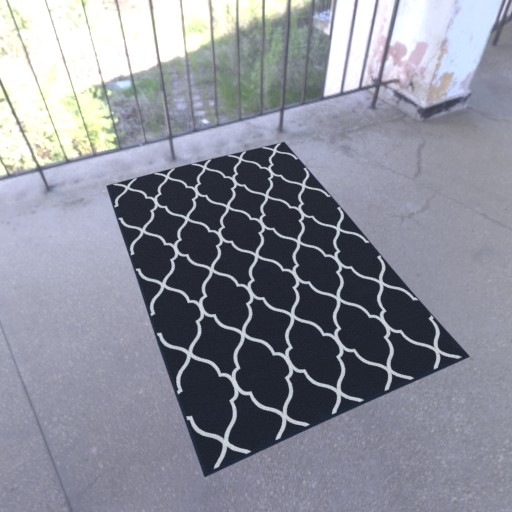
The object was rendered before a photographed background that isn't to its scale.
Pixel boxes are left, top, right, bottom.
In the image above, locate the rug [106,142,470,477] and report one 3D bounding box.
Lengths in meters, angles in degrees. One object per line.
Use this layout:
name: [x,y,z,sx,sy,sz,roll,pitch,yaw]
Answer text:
rug: [0.000,0.000,2.897,1.526,0.014,2.290,-18,49,-16]
